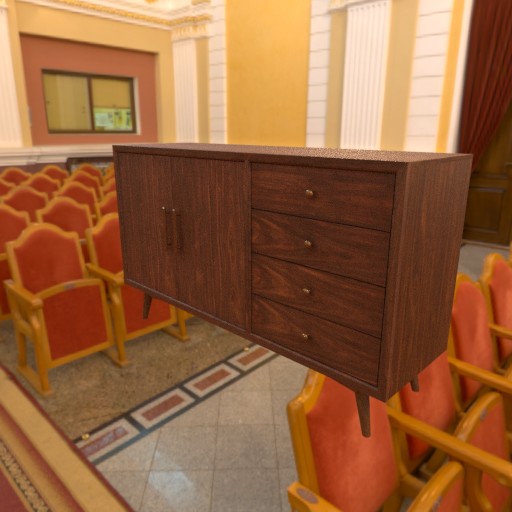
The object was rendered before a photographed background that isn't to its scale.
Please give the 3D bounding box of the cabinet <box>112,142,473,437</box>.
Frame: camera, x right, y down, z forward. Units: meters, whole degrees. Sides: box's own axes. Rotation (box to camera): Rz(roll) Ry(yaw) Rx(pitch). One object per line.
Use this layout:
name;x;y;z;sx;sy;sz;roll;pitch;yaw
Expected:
cabinet;0.000;0.000;1.996;1.575;0.940;0.505;15;22;42
